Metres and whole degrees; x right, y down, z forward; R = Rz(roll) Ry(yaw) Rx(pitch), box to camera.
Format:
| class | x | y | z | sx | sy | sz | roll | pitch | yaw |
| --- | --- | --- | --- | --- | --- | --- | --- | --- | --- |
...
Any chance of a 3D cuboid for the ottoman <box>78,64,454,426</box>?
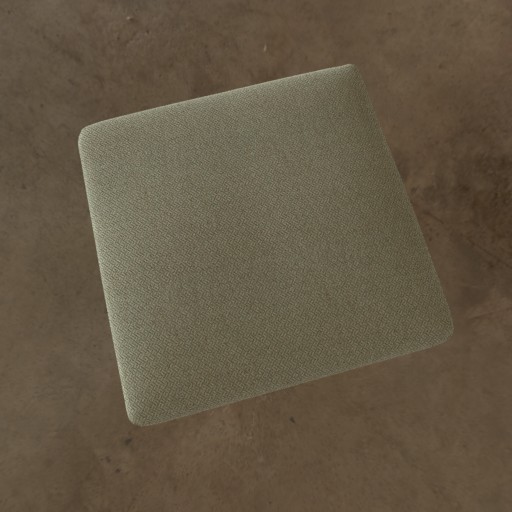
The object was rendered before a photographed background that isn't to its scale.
| class | x | y | z | sx | sy | sz | roll | pitch | yaw |
| --- | --- | --- | --- | --- | --- | --- | --- | --- | --- |
| ottoman | 0.000 | 0.000 | 0.898 | 0.521 | 0.453 | 0.512 | -15 | 76 | -4 |
